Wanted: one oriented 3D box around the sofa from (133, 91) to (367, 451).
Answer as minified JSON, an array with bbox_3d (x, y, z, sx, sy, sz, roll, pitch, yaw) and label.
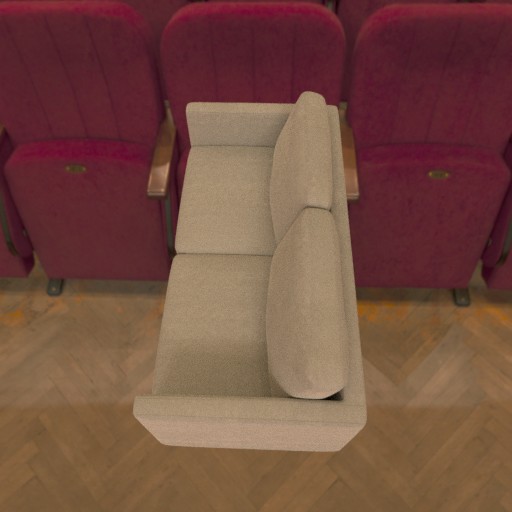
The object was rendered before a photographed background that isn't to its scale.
[{"bbox_3d":[0.000,0.000,2.439,0.950,0.963,1.884,2,58,1],"label":"sofa"}]
